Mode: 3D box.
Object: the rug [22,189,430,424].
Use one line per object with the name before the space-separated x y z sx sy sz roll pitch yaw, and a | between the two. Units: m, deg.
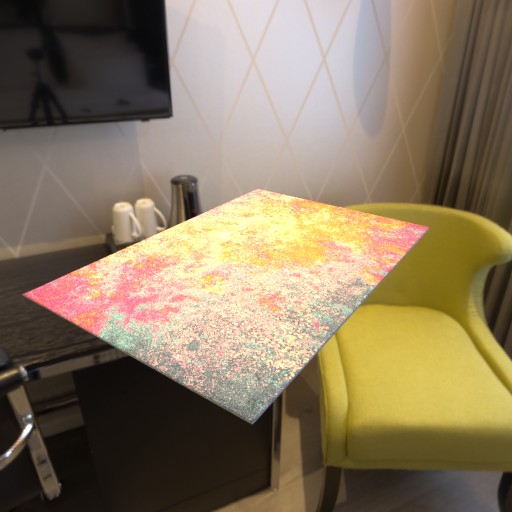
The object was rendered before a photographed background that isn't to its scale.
rug | 0.000 0.000 3.665 2.007 0.013 2.896 18 32 31
